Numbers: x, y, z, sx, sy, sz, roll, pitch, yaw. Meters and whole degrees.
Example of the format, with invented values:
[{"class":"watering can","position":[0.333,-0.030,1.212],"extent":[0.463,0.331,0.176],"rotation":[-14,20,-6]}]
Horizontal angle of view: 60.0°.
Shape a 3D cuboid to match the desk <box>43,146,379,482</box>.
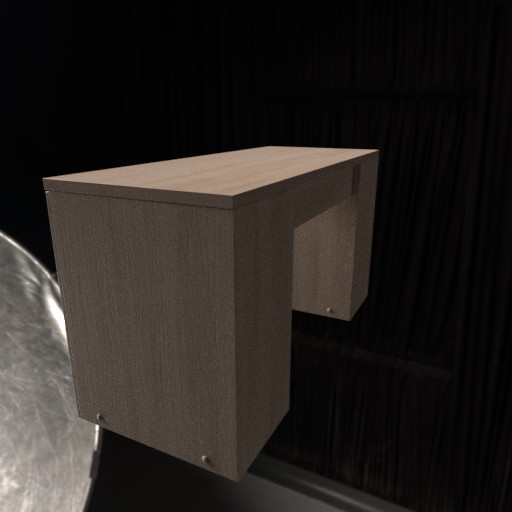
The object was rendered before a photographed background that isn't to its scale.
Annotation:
[{"class":"desk","position":[0.000,0.000,1.739],"extent":[0.600,0.740,1.390],"rotation":[9,20,26]}]
